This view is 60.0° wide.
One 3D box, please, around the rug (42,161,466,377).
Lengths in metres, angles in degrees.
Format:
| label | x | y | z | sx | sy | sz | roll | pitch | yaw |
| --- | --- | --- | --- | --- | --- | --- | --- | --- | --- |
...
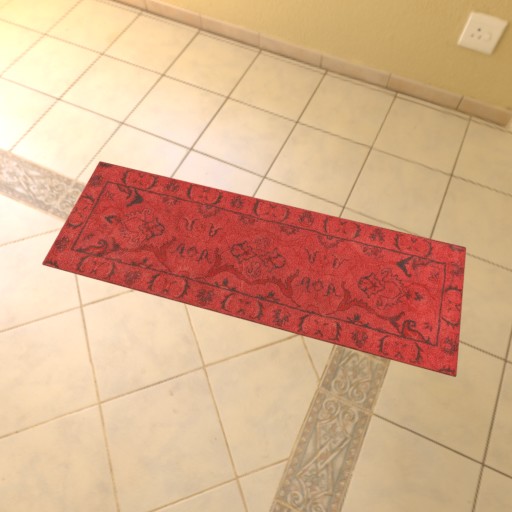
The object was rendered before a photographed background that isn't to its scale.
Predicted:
| label | x | y | z | sx | sy | sz | roll | pitch | yaw |
| --- | --- | --- | --- | --- | --- | --- | --- | --- | --- |
| rug | 0.000 | 0.000 | 2.682 | 2.439 | 0.018 | 0.813 | 14 | 64 | 7 |
